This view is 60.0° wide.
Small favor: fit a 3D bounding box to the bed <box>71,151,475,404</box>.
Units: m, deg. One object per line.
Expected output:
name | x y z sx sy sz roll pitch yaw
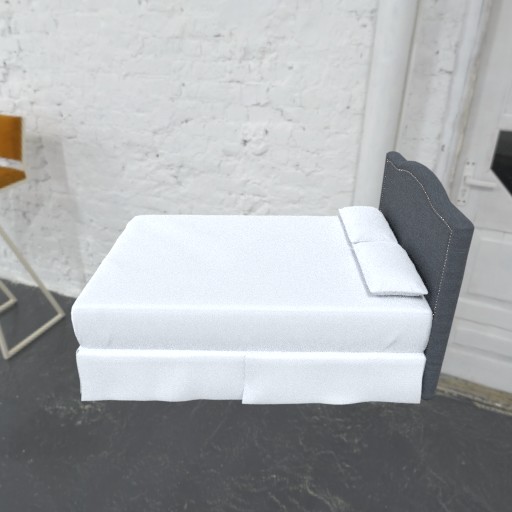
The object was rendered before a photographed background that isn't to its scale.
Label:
bed | 0.000 0.000 3.524 2.507 1.441 1.747 1 27 1
